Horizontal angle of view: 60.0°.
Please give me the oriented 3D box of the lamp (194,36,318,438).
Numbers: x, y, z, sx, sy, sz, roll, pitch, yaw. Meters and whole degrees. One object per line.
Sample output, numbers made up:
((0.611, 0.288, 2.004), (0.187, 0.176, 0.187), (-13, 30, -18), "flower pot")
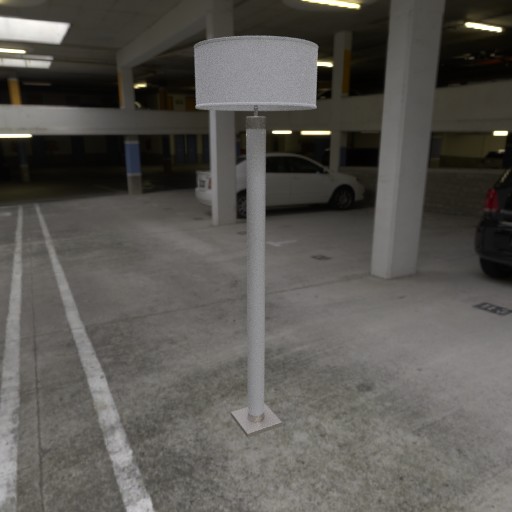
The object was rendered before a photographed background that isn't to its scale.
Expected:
((0.000, 0.000, 1.697), (0.420, 1.475, 0.420), (-8, 18, -26), "lamp")
